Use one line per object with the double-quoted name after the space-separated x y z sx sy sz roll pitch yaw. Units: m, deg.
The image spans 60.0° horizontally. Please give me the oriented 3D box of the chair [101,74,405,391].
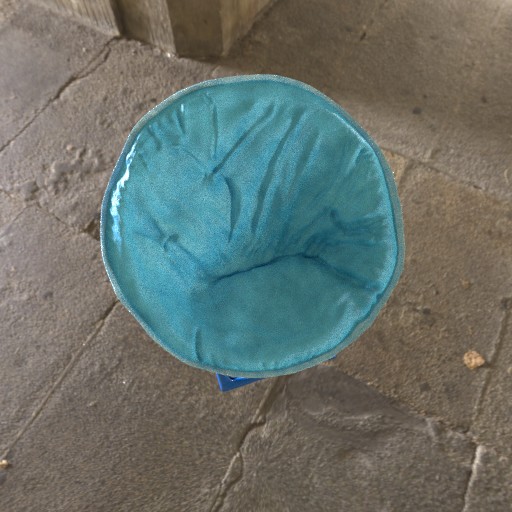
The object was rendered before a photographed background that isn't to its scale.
0.000 0.000 0.868 0.520 0.478 0.465 -15 65 -7 "chair"
